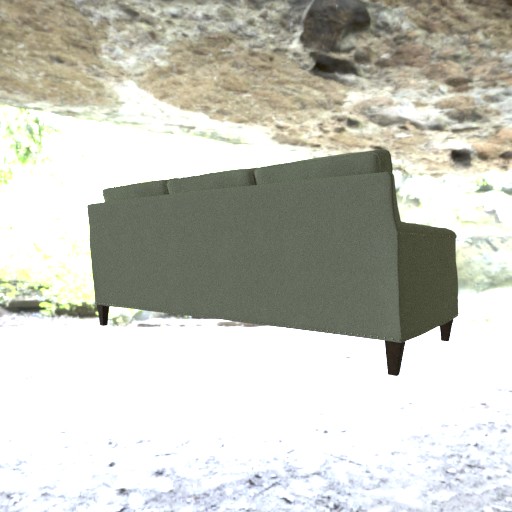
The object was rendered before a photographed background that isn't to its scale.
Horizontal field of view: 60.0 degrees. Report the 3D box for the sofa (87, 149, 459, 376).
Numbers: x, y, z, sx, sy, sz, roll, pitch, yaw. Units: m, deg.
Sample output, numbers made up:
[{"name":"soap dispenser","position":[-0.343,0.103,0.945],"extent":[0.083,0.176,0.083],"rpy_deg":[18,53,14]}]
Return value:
[{"name":"sofa","position":[0.000,0.000,2.868],"extent":[2.246,1.003,1.084],"rpy_deg":[1,1,37]}]
